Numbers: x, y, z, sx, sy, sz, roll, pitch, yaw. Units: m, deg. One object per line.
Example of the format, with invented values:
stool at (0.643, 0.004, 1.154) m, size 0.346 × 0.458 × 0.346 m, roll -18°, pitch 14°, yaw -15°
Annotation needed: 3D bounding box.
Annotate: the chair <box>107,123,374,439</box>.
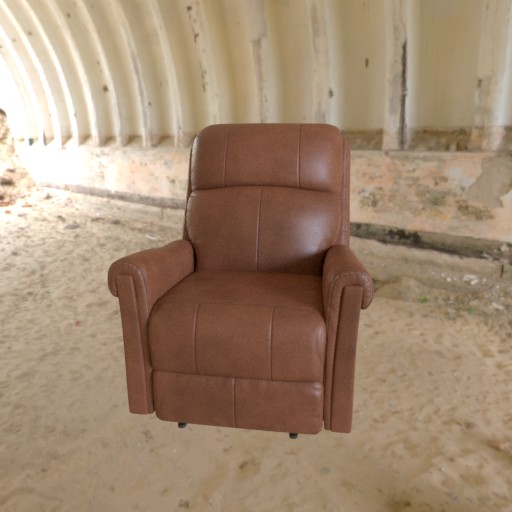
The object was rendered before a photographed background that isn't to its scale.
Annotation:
chair at (0.000, 0.000, 1.800) m, size 0.838 × 1.054 × 1.014 m, roll 2°, pitch 15°, yaw 8°
